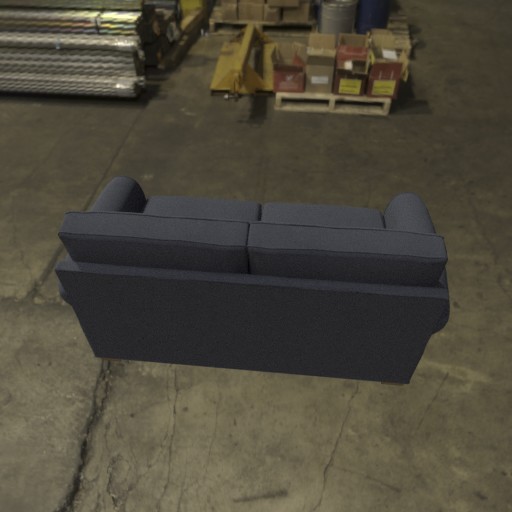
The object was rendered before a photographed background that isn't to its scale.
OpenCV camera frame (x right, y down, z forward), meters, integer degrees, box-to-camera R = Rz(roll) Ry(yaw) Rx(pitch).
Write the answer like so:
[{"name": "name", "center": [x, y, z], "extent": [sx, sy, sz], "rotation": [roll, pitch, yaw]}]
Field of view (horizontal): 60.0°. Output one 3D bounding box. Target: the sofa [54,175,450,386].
[{"name": "sofa", "center": [0.000, 0.000, 2.525], "extent": [2.009, 1.031, 0.951], "rotation": [4, 46, 4]}]
